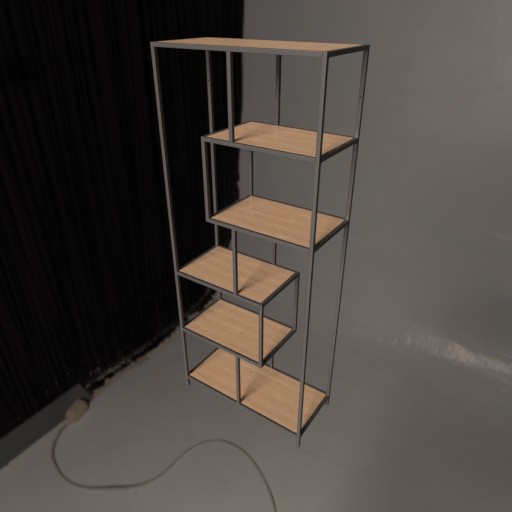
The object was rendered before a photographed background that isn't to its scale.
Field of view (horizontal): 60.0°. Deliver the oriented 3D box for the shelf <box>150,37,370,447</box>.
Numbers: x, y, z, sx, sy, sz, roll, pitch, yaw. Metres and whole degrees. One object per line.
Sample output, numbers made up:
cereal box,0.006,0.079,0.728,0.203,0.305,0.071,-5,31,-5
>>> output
shelf,0.000,0.000,2.132,0.770,1.850,0.350,19,34,29
